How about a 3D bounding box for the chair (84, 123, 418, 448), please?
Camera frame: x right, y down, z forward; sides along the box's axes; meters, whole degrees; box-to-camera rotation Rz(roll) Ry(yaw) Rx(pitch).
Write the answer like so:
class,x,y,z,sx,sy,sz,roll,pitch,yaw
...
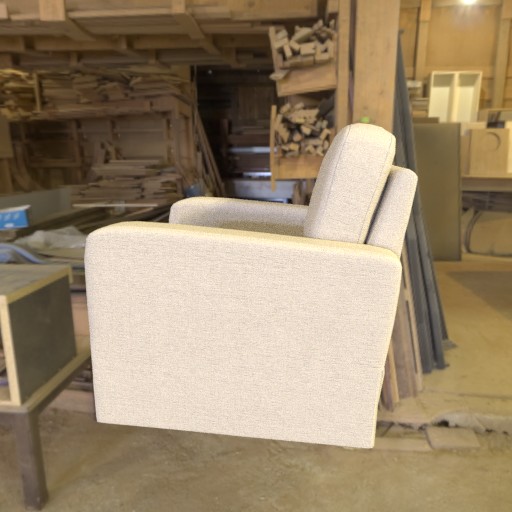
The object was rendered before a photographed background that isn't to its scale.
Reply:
class,x,y,z,sx,sy,sz,roll,pitch,yaw
chair,0.000,0.000,1.469,0.888,0.827,0.755,2,14,9
